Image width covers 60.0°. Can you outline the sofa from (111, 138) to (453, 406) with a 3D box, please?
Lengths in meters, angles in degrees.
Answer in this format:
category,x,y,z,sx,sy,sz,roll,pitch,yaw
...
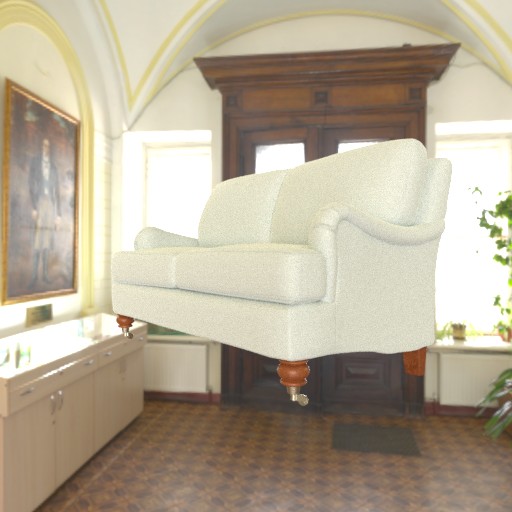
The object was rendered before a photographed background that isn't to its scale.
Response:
category,x,y,z,sx,sy,sz,roll,pitch,yaw
sofa,0.000,0.000,2.531,1.084,1.101,1.853,0,0,-37
